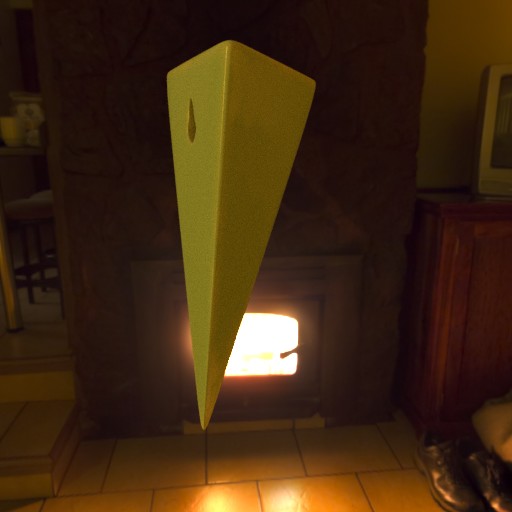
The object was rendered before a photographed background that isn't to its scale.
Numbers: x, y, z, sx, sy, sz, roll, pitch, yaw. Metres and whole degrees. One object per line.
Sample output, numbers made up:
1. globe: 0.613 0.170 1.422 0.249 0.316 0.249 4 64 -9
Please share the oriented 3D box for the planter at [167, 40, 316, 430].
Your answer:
1. planter: 0.000 0.000 0.222 0.064 0.178 0.080 -7 15 -25
